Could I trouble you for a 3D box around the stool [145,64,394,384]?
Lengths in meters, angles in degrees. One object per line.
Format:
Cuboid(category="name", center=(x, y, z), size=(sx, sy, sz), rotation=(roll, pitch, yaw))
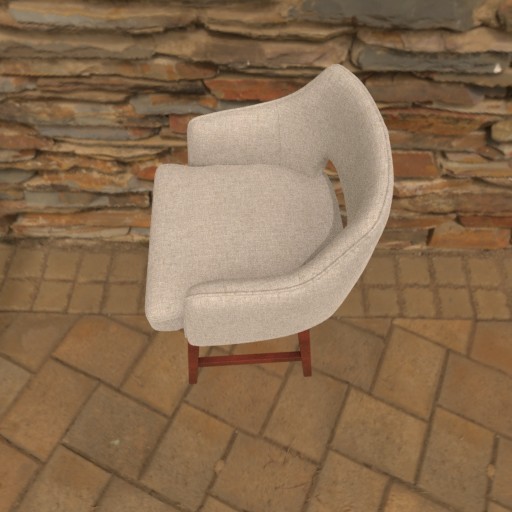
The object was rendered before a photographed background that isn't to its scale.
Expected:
Cuboid(category="stool", center=(0.000, 0.000, 1.291), size=(0.558, 0.944, 0.599), rotation=(-3, 58, -2))
